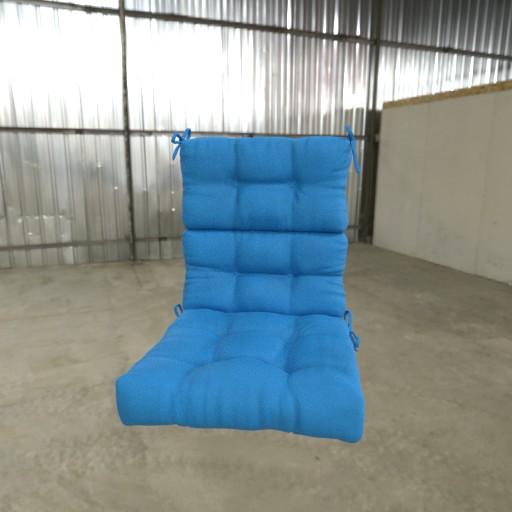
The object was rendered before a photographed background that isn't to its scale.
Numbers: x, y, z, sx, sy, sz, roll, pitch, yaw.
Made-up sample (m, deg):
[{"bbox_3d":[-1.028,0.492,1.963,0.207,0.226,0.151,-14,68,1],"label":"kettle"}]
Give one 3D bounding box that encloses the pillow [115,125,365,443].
[{"bbox_3d":[0.000,0.000,1.031,0.519,0.605,0.571,2,13,8],"label":"pillow"}]
